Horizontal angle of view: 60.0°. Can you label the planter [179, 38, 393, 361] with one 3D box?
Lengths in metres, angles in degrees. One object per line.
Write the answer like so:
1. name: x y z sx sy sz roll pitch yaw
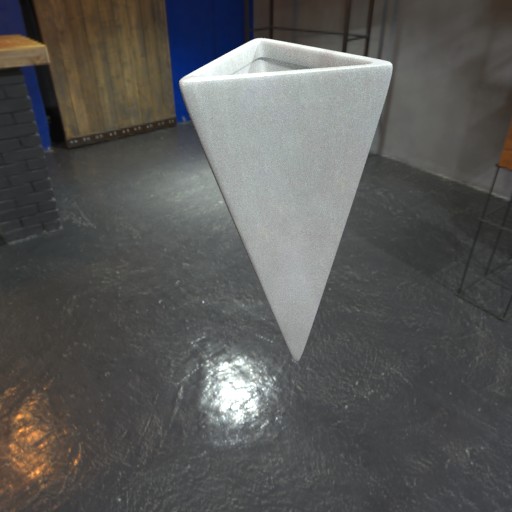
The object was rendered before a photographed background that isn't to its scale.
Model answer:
1. planter: 0.000 0.000 0.155 0.047 0.130 0.058 -21 38 -29
